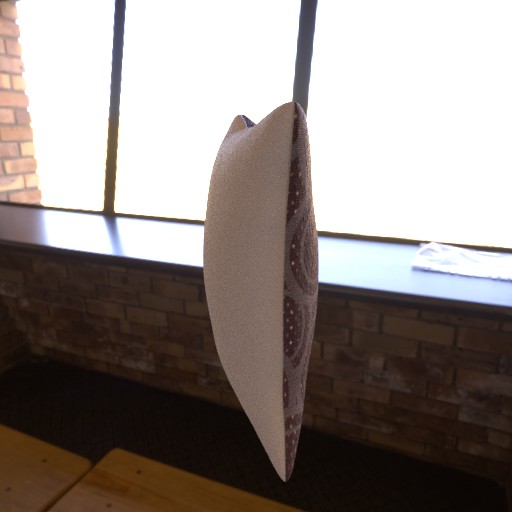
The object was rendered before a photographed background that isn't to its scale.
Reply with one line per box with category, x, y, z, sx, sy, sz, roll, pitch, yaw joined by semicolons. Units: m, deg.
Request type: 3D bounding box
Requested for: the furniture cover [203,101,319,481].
furniture cover;0.000;0.000;0.812;0.193;0.509;0.552;-2;16;-8
